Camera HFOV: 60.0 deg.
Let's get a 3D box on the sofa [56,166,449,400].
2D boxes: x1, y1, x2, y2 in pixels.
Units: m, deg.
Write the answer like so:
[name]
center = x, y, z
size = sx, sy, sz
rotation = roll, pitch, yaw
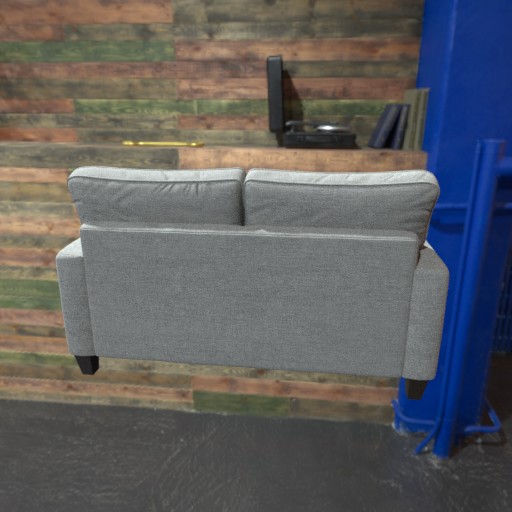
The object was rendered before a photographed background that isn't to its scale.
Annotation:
[sofa]
center = 0.000, 0.000, 2.264
size = 1.651, 0.965, 0.965
rotation = 2, 18, 7
